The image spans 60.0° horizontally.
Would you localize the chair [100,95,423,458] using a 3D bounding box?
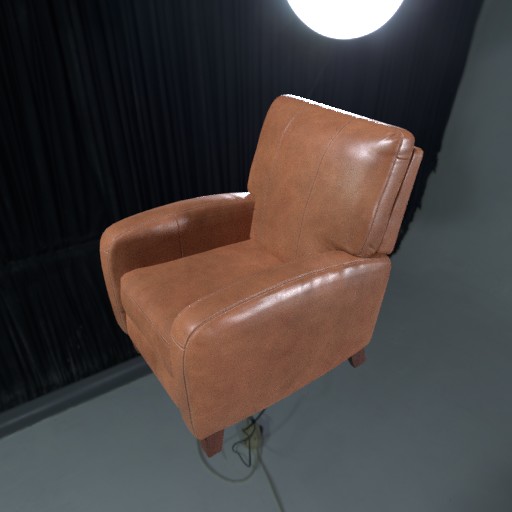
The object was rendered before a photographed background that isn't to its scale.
[{"bbox_3d":[0.000,0.000,1.687,0.990,0.990,0.762,-21,38,-29],"label":"chair"}]
